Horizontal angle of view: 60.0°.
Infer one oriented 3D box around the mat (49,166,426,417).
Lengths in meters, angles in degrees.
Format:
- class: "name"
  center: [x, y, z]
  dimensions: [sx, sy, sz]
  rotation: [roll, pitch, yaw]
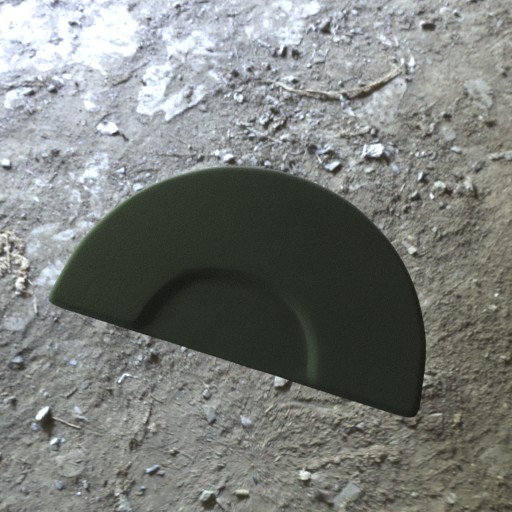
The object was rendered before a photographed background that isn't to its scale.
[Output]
- class: "mat"
  center: [0.000, 0.000, 1.895]
  dimensions: [1.525, 0.022, 0.917]
  rotation: [16, 66, 7]
